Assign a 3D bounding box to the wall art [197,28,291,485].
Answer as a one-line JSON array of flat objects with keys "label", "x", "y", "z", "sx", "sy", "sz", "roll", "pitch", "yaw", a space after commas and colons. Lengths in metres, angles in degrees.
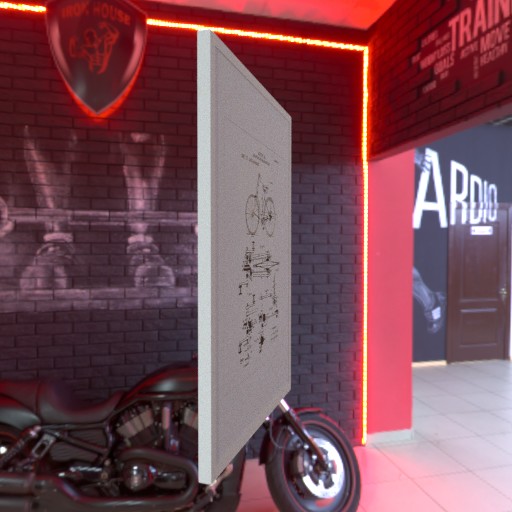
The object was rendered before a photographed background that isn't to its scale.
[{"label": "wall art", "x": 0.000, "y": 0.000, "z": 0.622, "sx": 0.015, "sy": 0.477, "sz": 0.332, "roll": 0, "pitch": 1, "yaw": 19}]
